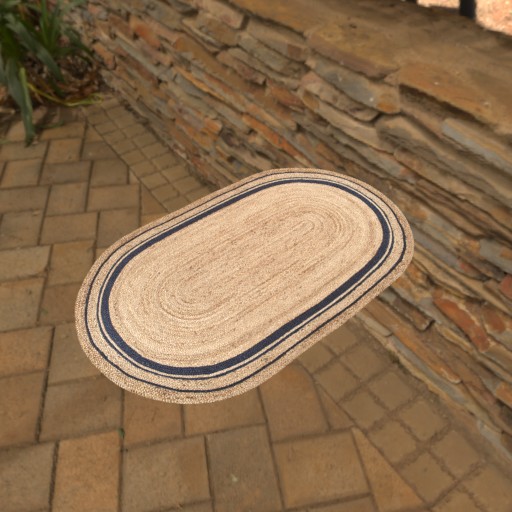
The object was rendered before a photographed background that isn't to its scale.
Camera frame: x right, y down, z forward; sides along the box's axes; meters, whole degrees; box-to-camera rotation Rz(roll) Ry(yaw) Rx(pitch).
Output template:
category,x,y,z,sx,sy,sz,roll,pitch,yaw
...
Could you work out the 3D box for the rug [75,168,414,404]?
category,x,y,z,sx,sy,sz,roll,pitch,yaw
rug,0.000,0.000,2.997,2.432,0.006,1.520,-31,52,-27
